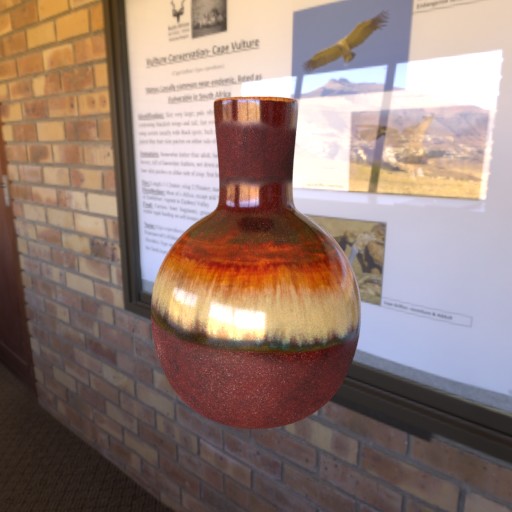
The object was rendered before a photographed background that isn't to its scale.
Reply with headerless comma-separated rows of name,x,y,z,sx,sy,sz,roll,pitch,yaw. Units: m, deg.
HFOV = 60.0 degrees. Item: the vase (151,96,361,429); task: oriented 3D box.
vase,0.000,0.000,0.233,0.111,0.154,0.111,0,14,0
